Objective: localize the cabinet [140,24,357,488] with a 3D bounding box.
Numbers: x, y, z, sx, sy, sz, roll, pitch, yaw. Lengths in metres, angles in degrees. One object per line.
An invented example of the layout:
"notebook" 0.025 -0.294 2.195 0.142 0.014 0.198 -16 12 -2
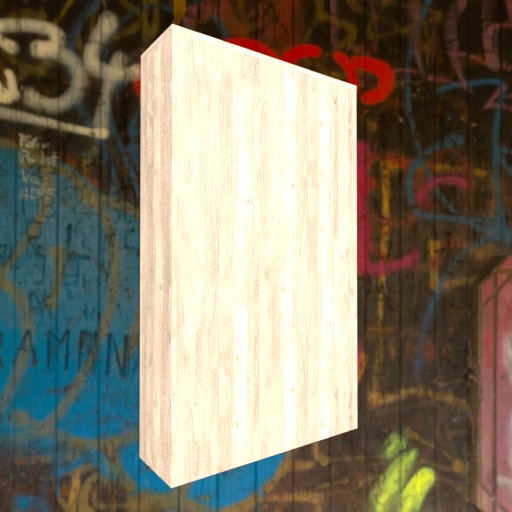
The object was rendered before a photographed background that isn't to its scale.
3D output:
"cabinet" 0.000 0.000 1.541 0.750 1.280 0.250 0 -1 -36
